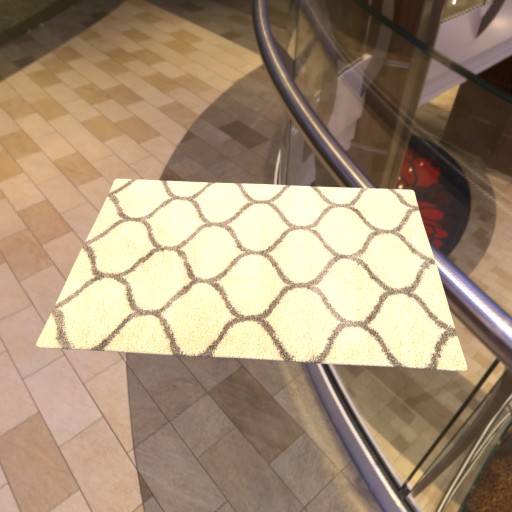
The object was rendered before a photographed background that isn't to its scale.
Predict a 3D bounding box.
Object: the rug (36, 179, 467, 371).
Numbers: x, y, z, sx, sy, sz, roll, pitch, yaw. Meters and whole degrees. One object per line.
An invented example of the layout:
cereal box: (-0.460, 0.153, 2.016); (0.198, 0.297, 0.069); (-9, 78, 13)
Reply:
rug: (0.000, 0.000, 3.381); (2.701, 0.026, 1.801); (3, 46, 3)
